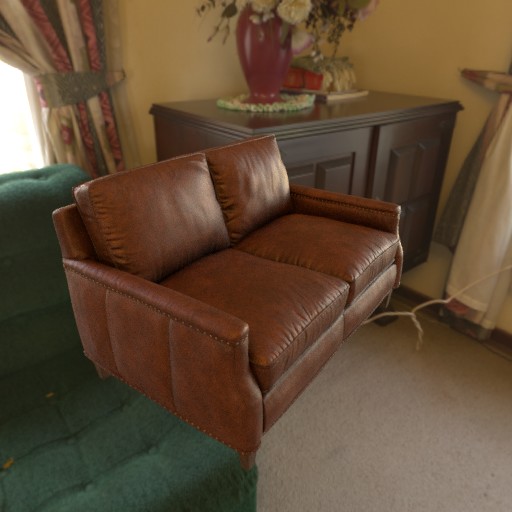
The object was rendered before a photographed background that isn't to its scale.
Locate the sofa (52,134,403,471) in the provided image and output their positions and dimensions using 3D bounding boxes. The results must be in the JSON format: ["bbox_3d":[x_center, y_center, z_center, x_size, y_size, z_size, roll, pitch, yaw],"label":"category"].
[{"bbox_3d":[0.000,0.000,2.298,1.083,1.003,1.628,17,31,32],"label":"sofa"}]
